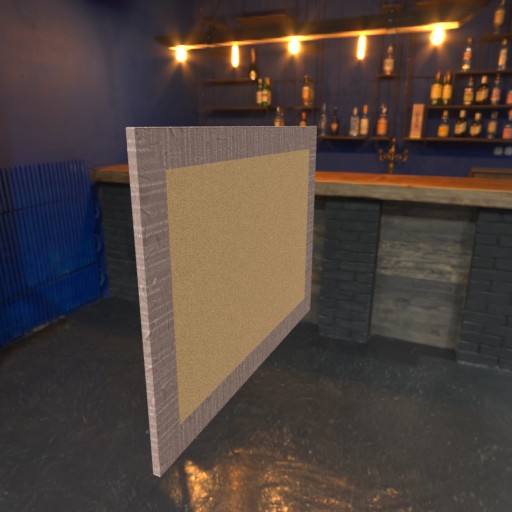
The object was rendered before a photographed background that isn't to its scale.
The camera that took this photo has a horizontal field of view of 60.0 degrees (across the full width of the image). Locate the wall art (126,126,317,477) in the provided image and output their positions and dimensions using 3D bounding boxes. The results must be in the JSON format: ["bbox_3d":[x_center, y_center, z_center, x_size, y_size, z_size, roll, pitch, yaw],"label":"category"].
[{"bbox_3d":[0.000,0.000,1.356,0.020,0.761,1.056,8,18,24],"label":"wall art"}]
